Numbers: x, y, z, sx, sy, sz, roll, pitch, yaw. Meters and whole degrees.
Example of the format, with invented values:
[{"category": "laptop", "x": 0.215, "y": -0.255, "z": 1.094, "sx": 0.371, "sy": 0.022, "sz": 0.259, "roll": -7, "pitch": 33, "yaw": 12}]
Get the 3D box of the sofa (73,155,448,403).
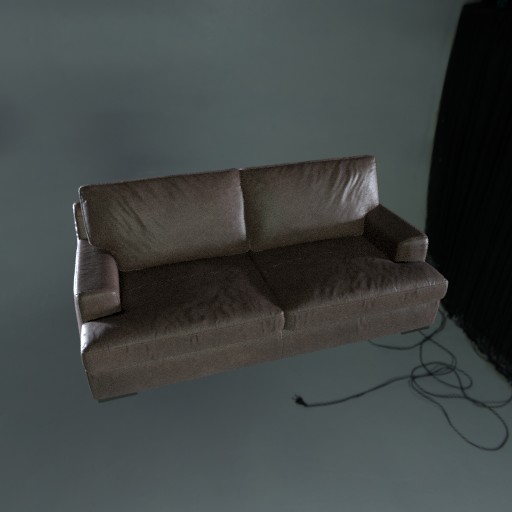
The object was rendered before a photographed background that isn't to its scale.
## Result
[{"category": "sofa", "x": 0.000, "y": 0.000, "z": 2.892, "sx": 2.261, "sy": 0.941, "sz": 1.143, "roll": -9, "pitch": 33, "yaw": -14}]
